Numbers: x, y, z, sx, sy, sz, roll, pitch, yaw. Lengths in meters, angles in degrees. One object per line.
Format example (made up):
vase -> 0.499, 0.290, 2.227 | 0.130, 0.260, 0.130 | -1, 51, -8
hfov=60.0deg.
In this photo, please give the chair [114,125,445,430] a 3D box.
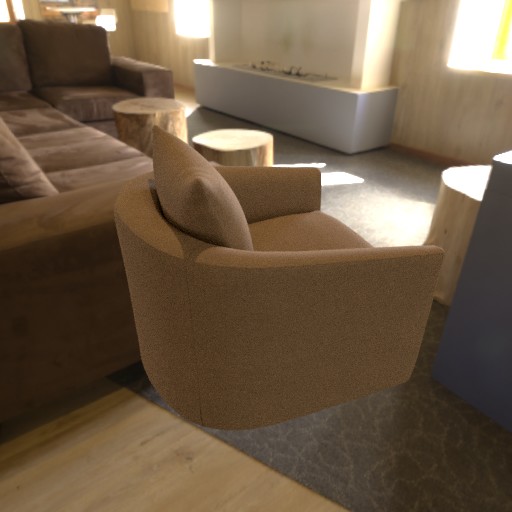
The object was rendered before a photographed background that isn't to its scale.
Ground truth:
chair -> 0.000, 0.000, 1.584 | 0.910, 0.848, 0.845 | -11, 32, -18
